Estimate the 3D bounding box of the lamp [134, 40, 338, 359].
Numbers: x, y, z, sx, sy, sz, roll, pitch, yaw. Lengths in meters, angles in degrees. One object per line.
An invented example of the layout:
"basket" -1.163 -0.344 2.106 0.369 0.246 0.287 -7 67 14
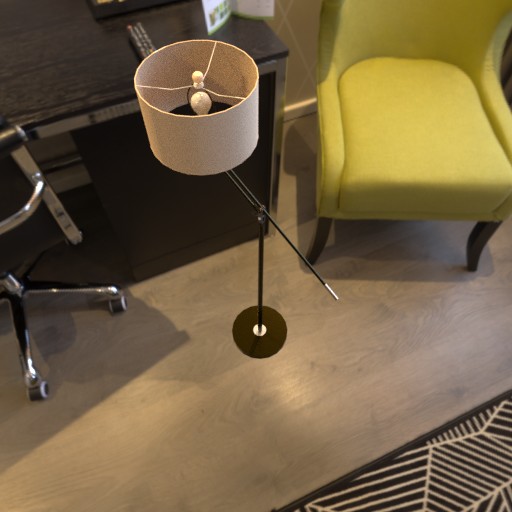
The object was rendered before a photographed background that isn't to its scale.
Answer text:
"lamp" 0.000 0.000 1.951 0.809 1.635 0.373 31 62 18
